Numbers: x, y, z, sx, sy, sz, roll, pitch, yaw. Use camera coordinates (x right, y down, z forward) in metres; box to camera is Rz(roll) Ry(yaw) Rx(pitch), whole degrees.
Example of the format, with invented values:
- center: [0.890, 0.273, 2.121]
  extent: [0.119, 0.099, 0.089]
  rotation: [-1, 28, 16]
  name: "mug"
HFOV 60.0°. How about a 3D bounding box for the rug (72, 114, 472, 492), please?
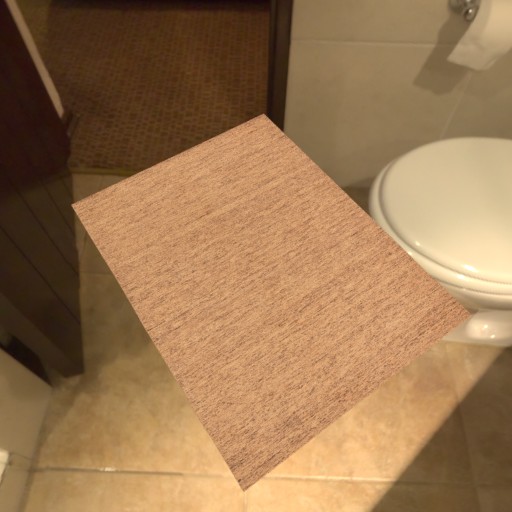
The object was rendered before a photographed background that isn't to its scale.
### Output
- center: [0.000, 0.000, 4.267]
  extent: [2.448, 0.013, 3.205]
  rotation: [-30, 63, -18]
  name: "rug"
